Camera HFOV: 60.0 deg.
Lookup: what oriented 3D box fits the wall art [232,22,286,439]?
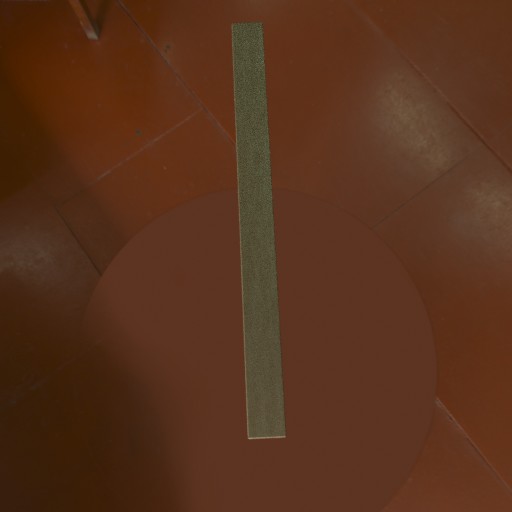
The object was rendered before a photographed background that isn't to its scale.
[{"bbox_3d":[0.000,0.000,0.761,0.040,0.506,0.503,-3,77,-1],"label":"wall art"}]
